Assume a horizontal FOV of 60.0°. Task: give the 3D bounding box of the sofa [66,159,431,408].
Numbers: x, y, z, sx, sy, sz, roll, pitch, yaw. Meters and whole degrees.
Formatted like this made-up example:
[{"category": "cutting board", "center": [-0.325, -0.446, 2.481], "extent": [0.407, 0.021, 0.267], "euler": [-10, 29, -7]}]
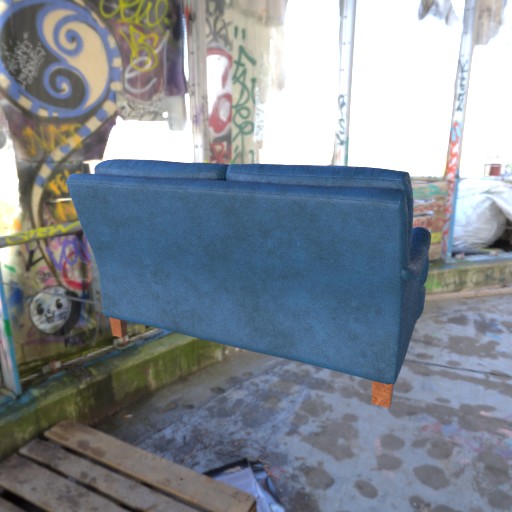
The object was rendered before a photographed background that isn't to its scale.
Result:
[{"category": "sofa", "center": [0.000, 0.000, 2.585], "extent": [1.853, 1.101, 1.084], "euler": [8, 17, 26]}]
